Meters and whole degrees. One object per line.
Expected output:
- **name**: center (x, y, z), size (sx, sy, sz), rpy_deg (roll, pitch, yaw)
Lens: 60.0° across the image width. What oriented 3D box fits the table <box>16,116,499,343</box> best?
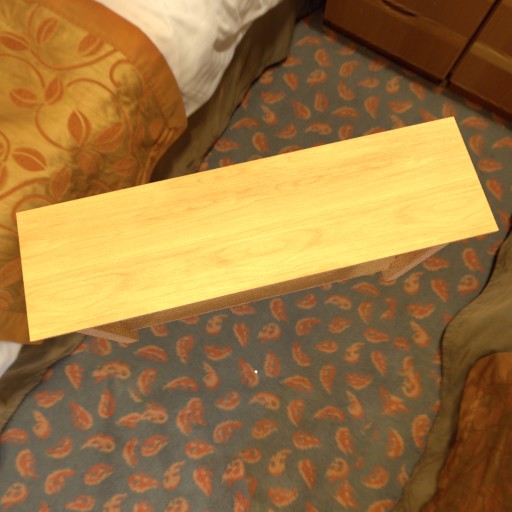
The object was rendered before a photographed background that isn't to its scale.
- **table**: center (0.000, 0.000, 1.533), size (1.240, 0.730, 0.350), rpy_deg (-13, 76, -3)
